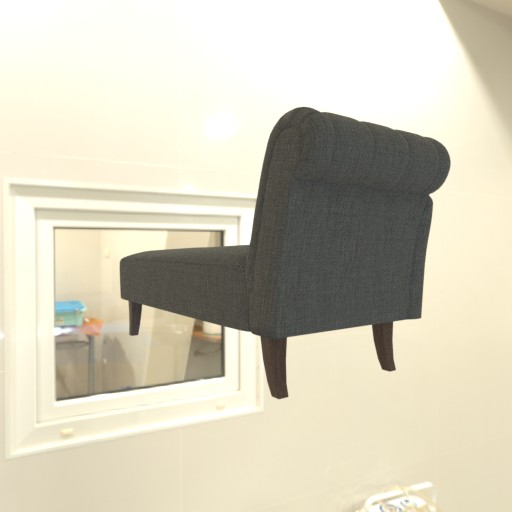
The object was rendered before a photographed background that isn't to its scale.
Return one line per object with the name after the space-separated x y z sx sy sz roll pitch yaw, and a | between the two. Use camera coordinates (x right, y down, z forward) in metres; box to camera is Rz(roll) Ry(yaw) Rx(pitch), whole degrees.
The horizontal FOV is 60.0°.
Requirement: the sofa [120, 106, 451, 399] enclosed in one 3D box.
0.000 0.000 1.800 0.675 0.787 1.379 -1 1 -35 | sofa
